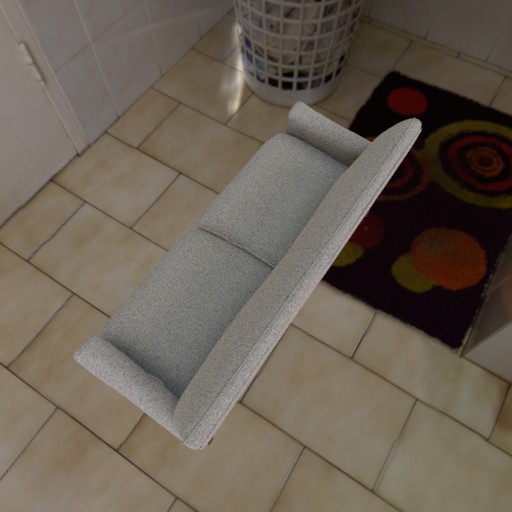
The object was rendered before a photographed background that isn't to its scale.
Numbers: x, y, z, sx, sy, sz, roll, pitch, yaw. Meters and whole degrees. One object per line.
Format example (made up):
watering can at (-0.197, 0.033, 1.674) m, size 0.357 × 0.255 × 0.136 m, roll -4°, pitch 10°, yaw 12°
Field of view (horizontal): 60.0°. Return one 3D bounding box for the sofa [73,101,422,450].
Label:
sofa at (0.000, 0.000, 2.531) m, size 0.854 × 0.942 × 2.026 m, roll 32°, pitch 67°, yaw 15°
